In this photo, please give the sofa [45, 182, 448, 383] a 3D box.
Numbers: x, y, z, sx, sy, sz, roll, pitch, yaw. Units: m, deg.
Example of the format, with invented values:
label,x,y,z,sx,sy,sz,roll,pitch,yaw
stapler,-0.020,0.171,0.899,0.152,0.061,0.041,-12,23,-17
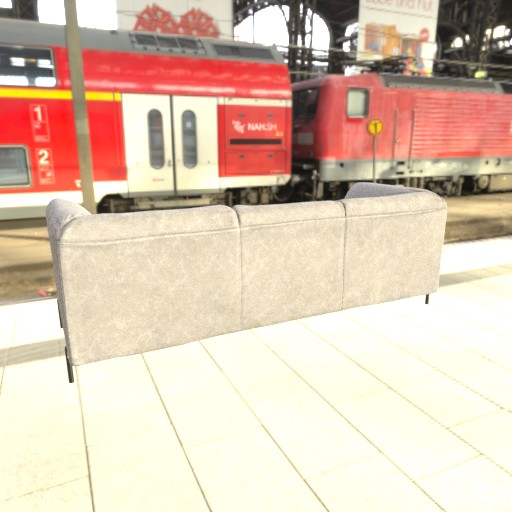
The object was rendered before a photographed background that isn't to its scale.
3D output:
label,x,y,z,sx,sy,sz,roll,pitch,yaw
sofa,0.000,0.000,2.669,2.238,0.758,0.899,-7,16,-26
